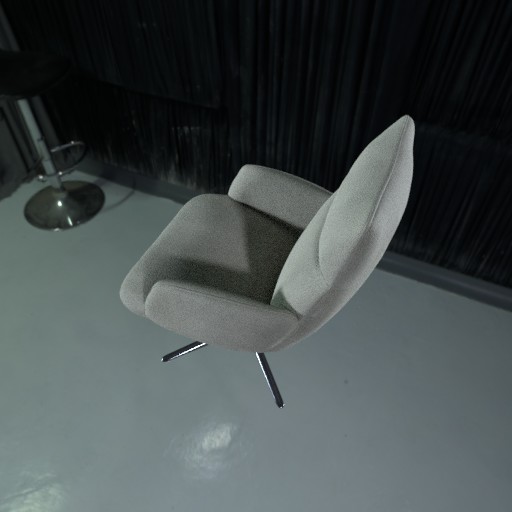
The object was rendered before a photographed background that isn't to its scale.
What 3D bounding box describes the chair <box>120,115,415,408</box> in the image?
[{"bbox_3d":[0.000,0.000,1.605,0.889,1.016,0.711,17,49,15],"label":"chair"}]
